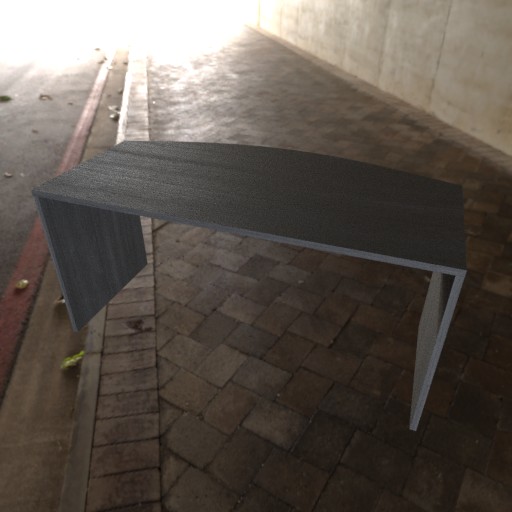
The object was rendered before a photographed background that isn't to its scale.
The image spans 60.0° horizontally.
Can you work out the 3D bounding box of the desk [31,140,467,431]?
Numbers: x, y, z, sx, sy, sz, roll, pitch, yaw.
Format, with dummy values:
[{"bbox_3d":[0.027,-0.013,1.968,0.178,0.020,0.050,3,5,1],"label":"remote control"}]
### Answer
[{"bbox_3d":[0.000,0.000,2.037,1.600,0.750,0.802,11,35,17],"label":"desk"}]
